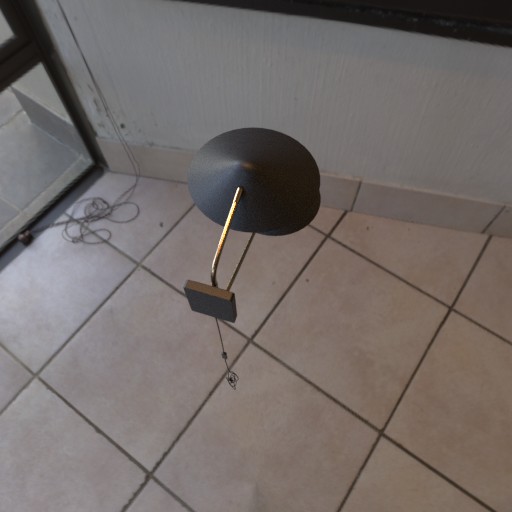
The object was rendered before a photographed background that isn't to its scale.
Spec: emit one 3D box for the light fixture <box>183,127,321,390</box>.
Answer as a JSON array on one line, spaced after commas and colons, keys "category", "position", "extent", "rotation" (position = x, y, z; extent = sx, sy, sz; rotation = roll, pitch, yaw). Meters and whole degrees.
[{"category": "light fixture", "position": [0.000, 0.000, 0.869], "extent": [0.189, 0.665, 0.422], "rotation": [15, 64, 8]}]
